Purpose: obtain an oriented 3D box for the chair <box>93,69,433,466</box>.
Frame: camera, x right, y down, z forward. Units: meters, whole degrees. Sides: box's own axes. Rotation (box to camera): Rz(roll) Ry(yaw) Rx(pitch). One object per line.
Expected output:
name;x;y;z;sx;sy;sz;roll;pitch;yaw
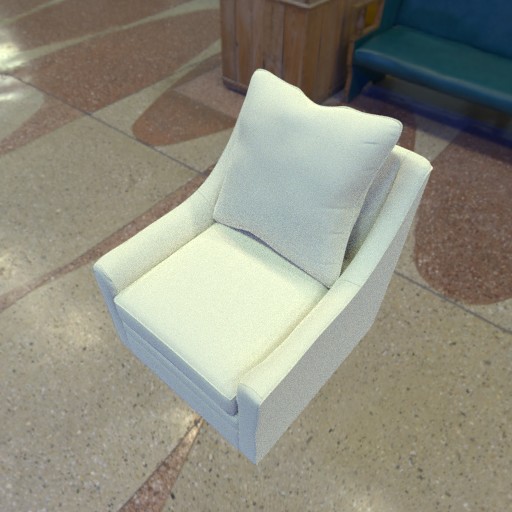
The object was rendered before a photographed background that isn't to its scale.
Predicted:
chair;0.000;0.000;1.570;0.756;0.965;0.876;33;55;27
